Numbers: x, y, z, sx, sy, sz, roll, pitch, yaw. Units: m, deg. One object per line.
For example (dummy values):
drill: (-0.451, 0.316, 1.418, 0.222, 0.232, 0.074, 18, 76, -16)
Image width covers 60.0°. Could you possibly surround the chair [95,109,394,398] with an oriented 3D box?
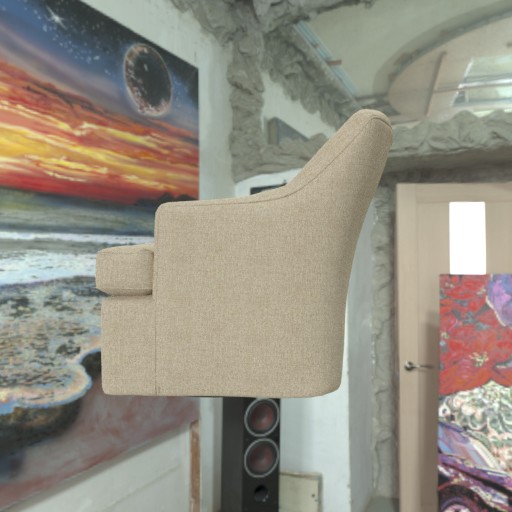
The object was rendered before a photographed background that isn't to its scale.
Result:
chair: (0.000, 0.000, 1.619, 0.923, 0.856, 0.864, 0, -1, 1)
